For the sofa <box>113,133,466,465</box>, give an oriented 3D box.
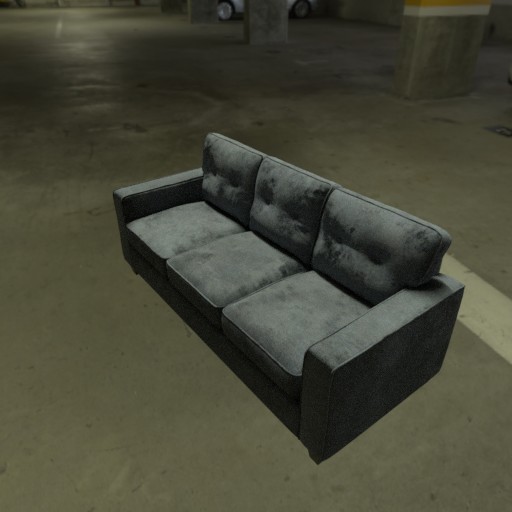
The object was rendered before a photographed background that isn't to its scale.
[{"bbox_3d":[0.000,0.000,2.670,0.939,0.965,2.133,-22,38,-31],"label":"sofa"}]
